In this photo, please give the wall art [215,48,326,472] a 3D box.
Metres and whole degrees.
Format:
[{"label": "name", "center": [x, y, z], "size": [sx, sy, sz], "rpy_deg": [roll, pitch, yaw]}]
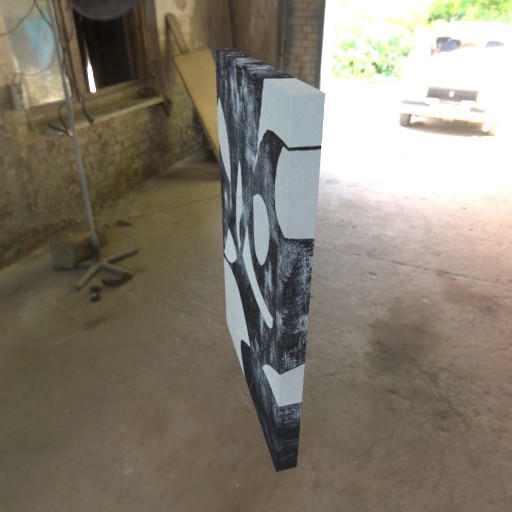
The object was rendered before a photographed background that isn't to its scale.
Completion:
[{"label": "wall art", "center": [0.000, 0.000, 0.764], "size": [0.039, 0.610, 0.407], "rpy_deg": [-8, 32, -13]}]
